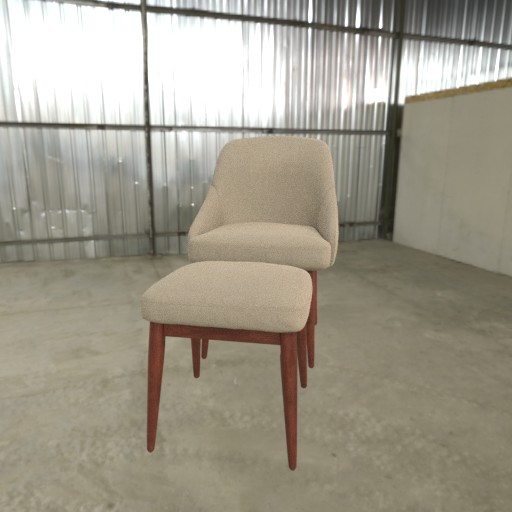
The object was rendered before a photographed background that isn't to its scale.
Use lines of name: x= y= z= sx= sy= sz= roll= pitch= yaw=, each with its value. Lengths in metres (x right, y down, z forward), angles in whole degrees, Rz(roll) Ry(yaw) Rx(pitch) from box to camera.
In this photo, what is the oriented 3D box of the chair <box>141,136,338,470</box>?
chair: x=0.000 y=0.000 z=1.610 sx=0.584 sy=0.866 sz=1.114 roll=2 pitch=14 yaw=10
